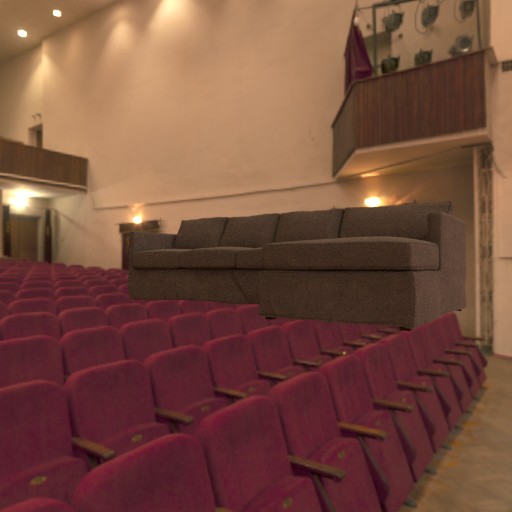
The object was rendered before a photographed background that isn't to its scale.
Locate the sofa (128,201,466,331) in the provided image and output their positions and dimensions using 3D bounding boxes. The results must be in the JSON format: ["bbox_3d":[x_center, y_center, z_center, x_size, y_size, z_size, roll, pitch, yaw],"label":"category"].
[{"bbox_3d":[0.000,0.000,3.922,3.205,0.922,1.650,-1,-1,35],"label":"sofa"}]
